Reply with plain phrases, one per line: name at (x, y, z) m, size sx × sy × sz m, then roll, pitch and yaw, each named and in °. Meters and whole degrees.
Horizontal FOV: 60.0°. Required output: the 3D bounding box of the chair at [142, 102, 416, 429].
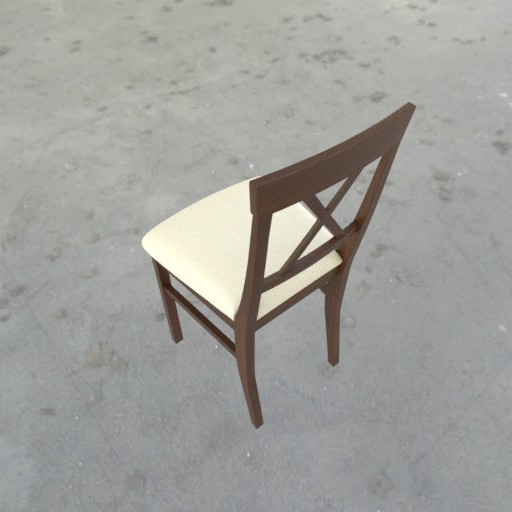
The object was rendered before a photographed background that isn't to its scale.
chair at (0.000, 0.000, 1.165) m, size 0.440 × 0.913 × 0.480 m, roll -31°, pitch 54°, yaw -25°
